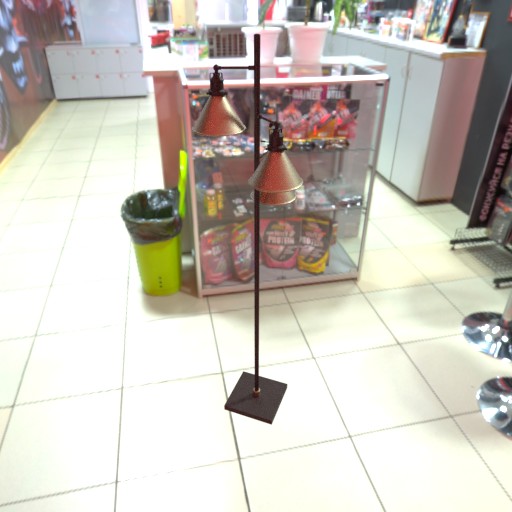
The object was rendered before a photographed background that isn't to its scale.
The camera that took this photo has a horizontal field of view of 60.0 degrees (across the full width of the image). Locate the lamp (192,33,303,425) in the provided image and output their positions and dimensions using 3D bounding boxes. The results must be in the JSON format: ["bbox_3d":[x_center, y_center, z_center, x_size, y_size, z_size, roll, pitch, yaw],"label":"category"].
[{"bbox_3d":[0.000,0.000,1.903,0.428,1.716,0.415,11,33,18],"label":"lamp"}]
